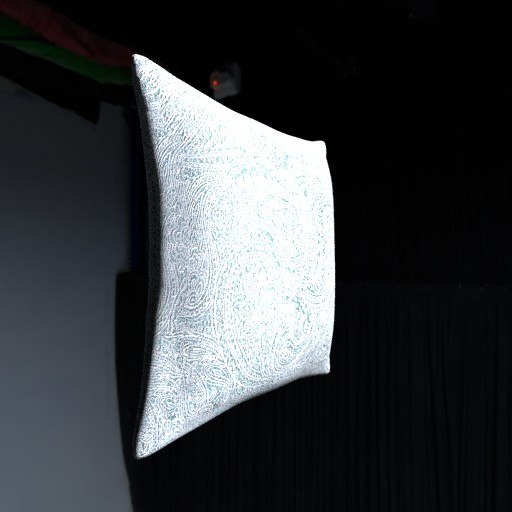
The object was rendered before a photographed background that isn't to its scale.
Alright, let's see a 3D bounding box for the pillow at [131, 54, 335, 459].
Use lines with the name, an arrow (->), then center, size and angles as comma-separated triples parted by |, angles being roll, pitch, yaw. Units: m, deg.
pillow -> 0.000, 0.000, 0.762 | 0.166, 0.507, 0.526 | 0, -1, 36
